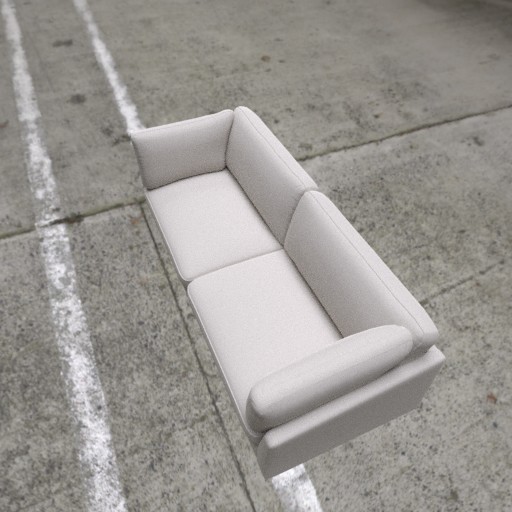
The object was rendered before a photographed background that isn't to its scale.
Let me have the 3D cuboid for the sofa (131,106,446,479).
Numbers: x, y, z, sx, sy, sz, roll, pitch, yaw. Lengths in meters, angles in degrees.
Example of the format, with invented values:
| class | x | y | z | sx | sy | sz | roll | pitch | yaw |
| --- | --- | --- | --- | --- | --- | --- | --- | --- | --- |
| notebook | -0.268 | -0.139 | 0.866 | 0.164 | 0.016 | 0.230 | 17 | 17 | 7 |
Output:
| class | x | y | z | sx | sy | sz | roll | pitch | yaw |
| --- | --- | --- | --- | --- | --- | --- | --- | --- | --- |
| sofa | 0.000 | 0.000 | 2.750 | 0.957 | 0.863 | 2.301 | -18 | 50 | -16 |
